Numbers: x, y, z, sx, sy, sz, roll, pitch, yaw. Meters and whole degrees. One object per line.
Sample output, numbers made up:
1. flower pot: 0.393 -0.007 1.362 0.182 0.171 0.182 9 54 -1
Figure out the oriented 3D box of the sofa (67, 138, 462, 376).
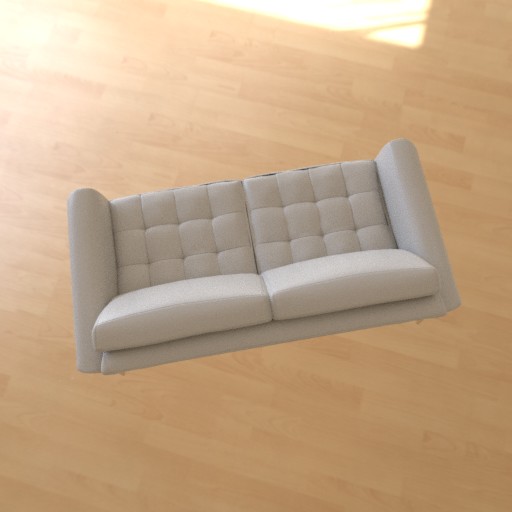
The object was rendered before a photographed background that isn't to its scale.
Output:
1. sofa: 0.000 0.000 2.687 2.177 0.930 1.121 -9 76 -2
